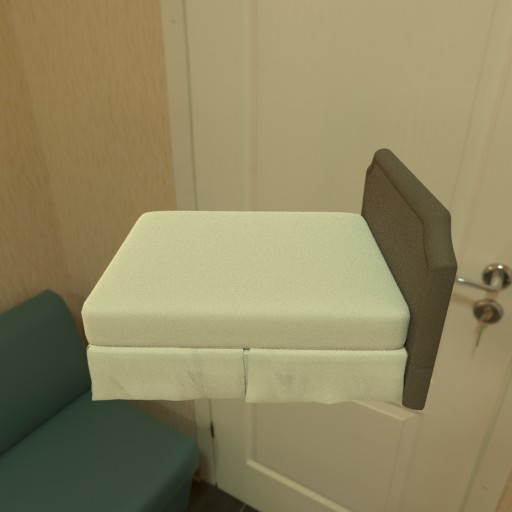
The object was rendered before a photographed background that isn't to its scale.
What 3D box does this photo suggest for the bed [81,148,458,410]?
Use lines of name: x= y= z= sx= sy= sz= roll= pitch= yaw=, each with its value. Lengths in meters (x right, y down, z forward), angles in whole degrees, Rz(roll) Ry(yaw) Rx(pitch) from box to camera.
bed: x=0.000 y=0.000 z=3.332 sx=2.181 sy=1.297 sz=1.831 roll=1 pitch=28 yaw=1
